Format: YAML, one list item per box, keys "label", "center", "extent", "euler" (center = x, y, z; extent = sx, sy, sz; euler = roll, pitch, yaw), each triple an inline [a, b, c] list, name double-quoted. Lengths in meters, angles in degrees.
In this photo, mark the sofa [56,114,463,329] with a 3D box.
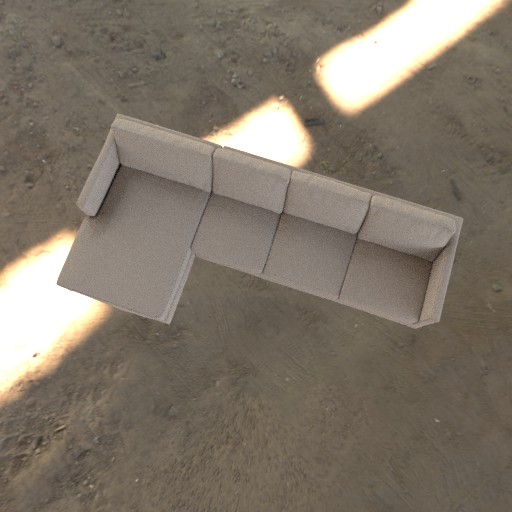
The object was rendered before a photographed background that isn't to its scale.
- label: "sofa"
  center: [0.000, 0.000, 3.919]
  extent: [3.186, 0.846, 1.625]
  euler: [18, 76, 5]
